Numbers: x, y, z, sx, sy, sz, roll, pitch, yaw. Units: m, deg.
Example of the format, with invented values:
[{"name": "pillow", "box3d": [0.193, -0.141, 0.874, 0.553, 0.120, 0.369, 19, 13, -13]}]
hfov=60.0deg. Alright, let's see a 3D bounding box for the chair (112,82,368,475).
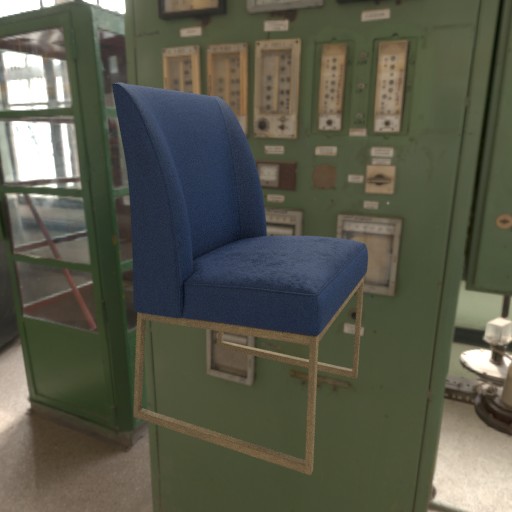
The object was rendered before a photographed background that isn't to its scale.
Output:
[{"name": "chair", "box3d": [0.000, 0.000, 1.204, 0.522, 0.863, 0.508, 7, 17, 24]}]
